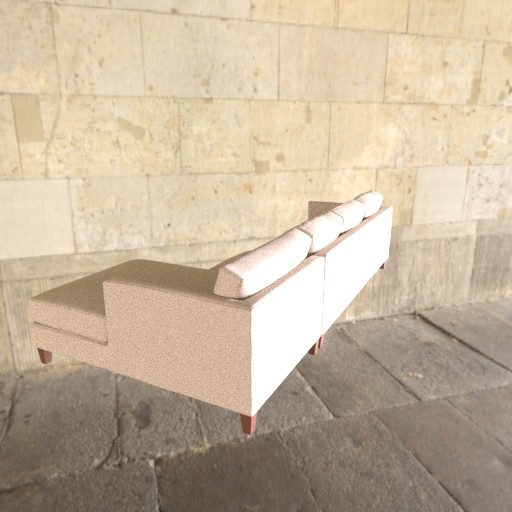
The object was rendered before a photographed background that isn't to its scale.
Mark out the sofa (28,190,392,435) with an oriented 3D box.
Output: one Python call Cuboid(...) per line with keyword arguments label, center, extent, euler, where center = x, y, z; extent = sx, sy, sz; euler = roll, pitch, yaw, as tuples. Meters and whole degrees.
Cuboid(label="sofa", center=(0.000, 0.000, 3.767), extent=(1.625, 0.861, 3.186), euler=(8, 18, 26))
